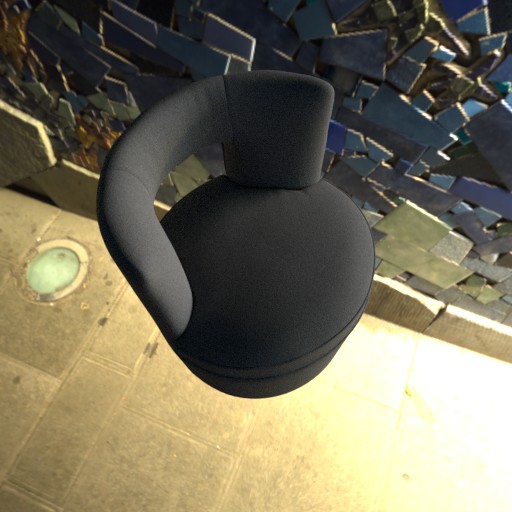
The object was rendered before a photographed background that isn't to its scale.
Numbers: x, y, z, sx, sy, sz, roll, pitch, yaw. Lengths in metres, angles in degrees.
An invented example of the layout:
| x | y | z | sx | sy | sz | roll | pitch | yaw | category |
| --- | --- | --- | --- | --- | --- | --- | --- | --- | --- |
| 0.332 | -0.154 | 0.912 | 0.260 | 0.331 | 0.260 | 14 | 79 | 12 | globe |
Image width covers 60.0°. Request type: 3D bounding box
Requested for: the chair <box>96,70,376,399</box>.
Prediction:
| x | y | z | sx | sy | sz | roll | pitch | yaw | category |
| --- | --- | --- | --- | --- | --- | --- | --- | --- | --- |
| 0.000 | 0.000 | 1.246 | 0.660 | 0.719 | 0.689 | 33 | 64 | 18 | chair |
